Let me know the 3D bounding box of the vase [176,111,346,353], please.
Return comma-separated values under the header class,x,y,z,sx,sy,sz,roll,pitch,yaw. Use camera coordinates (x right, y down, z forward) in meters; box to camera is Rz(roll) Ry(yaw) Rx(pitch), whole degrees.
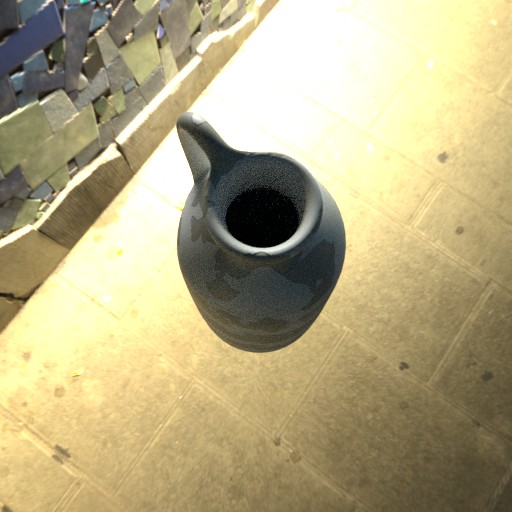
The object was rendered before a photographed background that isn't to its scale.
class,x,y,z,sx,sy,sz,roll,pitch,yaw
vase,0.000,0.000,0.506,0.186,0.382,0.203,-39,78,-10
